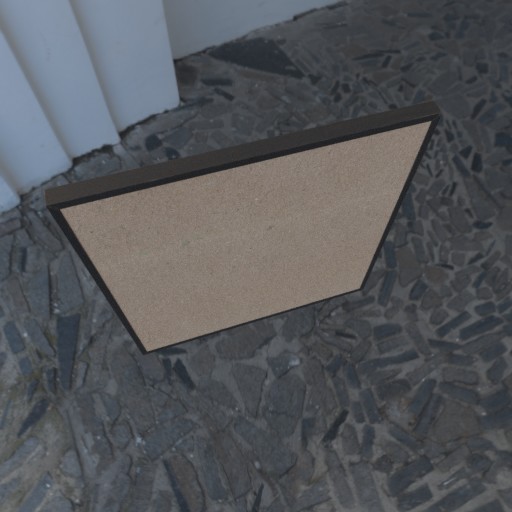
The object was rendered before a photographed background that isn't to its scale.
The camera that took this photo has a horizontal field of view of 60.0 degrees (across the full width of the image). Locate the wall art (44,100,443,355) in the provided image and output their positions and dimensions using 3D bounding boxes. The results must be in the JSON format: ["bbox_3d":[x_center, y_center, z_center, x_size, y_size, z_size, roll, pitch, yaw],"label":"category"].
[{"bbox_3d":[0.000,0.000,1.147,0.762,0.762,0.038,-15,60,-9],"label":"wall art"}]
